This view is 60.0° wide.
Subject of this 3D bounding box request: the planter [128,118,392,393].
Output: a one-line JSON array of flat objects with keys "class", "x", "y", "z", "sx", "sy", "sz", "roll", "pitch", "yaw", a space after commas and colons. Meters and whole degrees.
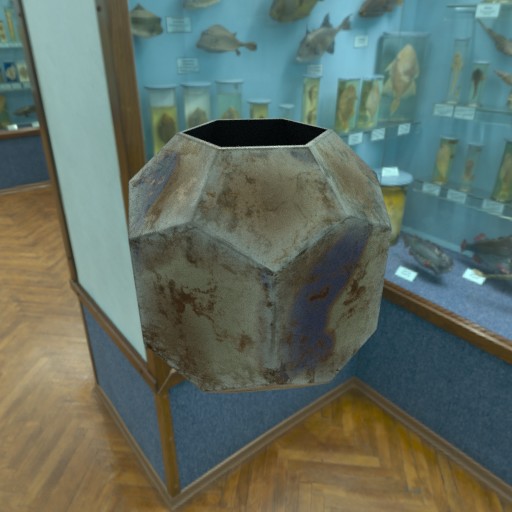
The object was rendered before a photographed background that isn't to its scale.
[{"class": "planter", "x": 0.000, "y": 0.000, "z": 0.429, "sx": 0.243, "sy": 0.238, "sz": 0.221, "roll": -18, "pitch": 33, "yaw": -31}]
